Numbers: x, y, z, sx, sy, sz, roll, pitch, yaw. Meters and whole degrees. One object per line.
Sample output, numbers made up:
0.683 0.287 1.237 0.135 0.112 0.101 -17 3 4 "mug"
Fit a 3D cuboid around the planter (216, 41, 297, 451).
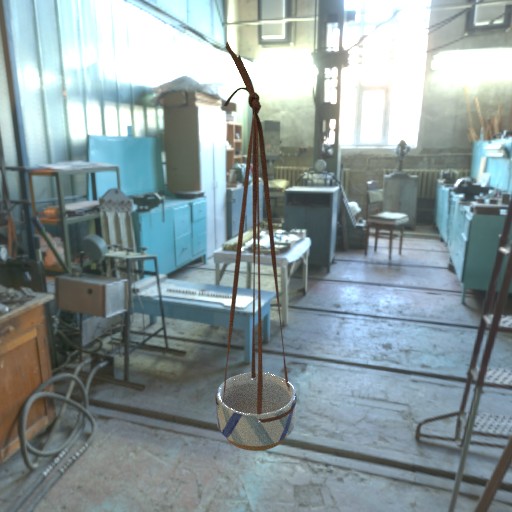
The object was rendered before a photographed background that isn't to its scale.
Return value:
0.000 0.000 0.837 0.166 0.751 0.166 -7 16 -26 "planter"
